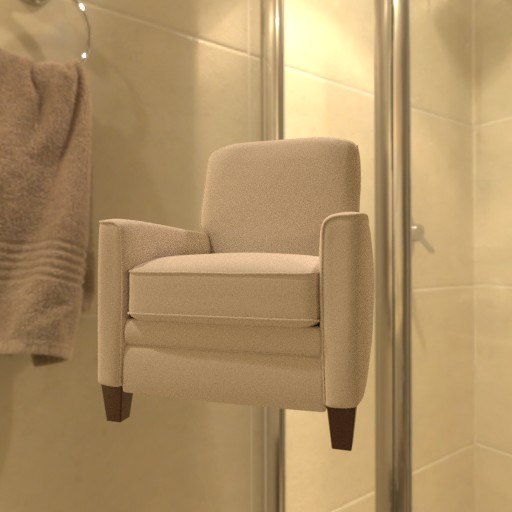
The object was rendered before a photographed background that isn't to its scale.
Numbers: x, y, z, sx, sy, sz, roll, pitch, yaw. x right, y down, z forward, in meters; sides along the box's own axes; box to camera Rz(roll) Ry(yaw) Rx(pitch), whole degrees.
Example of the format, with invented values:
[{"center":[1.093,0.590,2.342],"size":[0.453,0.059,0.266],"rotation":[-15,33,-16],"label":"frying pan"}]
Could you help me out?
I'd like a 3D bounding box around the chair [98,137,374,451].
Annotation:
[{"center":[0.000,0.000,1.632],"size":[0.841,1.028,0.858],"rotation":[0,0,17],"label":"chair"}]
